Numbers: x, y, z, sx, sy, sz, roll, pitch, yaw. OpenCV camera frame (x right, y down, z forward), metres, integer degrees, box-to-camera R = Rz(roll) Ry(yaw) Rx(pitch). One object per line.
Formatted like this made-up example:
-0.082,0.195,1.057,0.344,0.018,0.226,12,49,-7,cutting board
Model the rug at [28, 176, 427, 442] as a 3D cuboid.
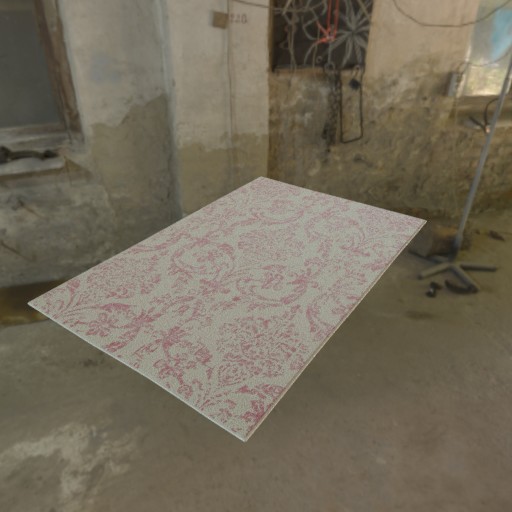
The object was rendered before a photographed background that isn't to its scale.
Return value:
0.000,0.000,2.329,1.219,0.012,1.839,21,37,29,rug
